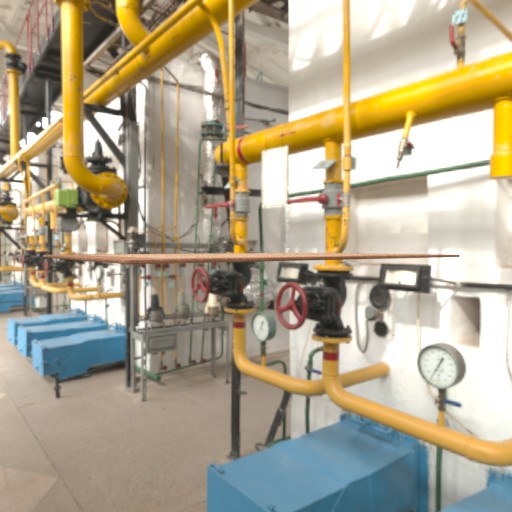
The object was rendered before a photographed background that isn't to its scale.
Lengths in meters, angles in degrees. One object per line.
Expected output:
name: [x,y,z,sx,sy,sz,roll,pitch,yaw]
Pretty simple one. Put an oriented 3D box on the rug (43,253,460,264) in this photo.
rug: [0.000,0.000,2.330,1.829,0.014,1.219,-1,1,-36]
